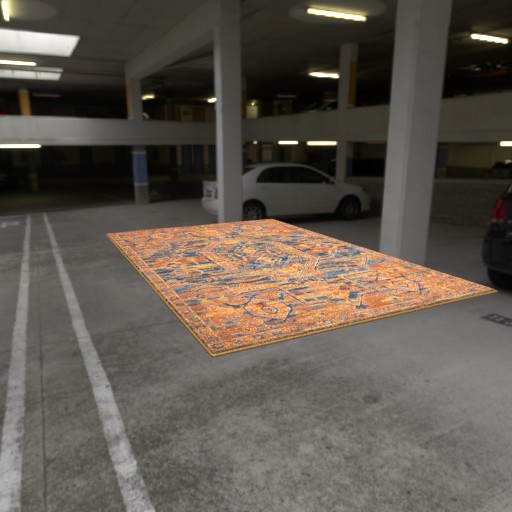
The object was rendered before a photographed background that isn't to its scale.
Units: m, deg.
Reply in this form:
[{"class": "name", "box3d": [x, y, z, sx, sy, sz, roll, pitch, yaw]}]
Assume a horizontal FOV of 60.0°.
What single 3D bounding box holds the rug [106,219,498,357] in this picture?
[{"class": "rug", "box3d": [0.000, 0.000, 2.166, 1.148, 0.013, 1.758, -7, 16, -26]}]
